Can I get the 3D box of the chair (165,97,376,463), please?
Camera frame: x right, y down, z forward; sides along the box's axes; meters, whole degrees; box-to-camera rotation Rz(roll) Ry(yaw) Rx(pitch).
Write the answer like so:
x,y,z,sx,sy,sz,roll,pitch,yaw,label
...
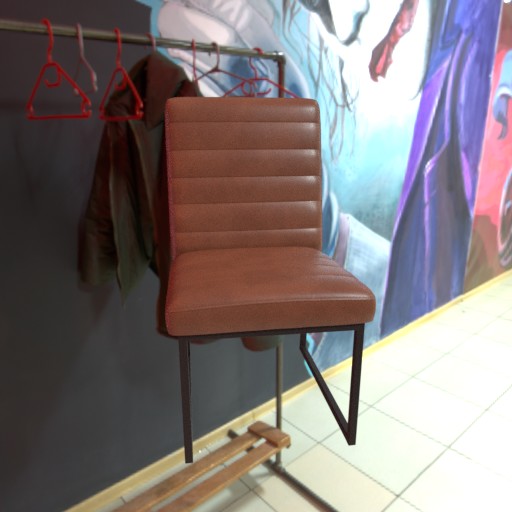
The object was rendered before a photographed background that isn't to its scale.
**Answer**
x,y,z,sx,sy,sz,roll,pitch,yaw,label
0.000,0.000,1.334,0.520,0.930,0.634,-2,17,-8,chair
